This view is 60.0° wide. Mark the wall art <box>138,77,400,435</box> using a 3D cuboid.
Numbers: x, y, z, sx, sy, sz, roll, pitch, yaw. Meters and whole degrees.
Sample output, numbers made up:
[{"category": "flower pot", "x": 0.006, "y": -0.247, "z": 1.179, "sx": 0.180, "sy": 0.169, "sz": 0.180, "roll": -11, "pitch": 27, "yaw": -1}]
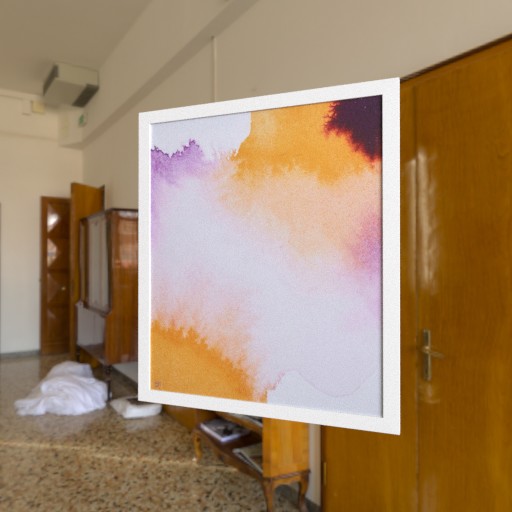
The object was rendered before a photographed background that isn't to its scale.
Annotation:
[{"category": "wall art", "x": 0.000, "y": 0.000, "z": 0.780, "sx": 0.482, "sy": 0.557, "sz": 0.012, "roll": 0, "pitch": -1, "yaw": 21}]
